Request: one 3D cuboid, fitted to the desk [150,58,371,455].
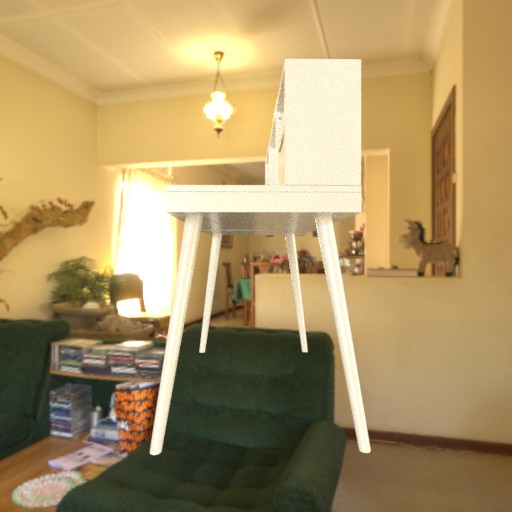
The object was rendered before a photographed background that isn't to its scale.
[{"bbox_3d":[0.000,0.000,1.706,0.559,0.990,1.199,0,0,-1],"label":"desk"}]
